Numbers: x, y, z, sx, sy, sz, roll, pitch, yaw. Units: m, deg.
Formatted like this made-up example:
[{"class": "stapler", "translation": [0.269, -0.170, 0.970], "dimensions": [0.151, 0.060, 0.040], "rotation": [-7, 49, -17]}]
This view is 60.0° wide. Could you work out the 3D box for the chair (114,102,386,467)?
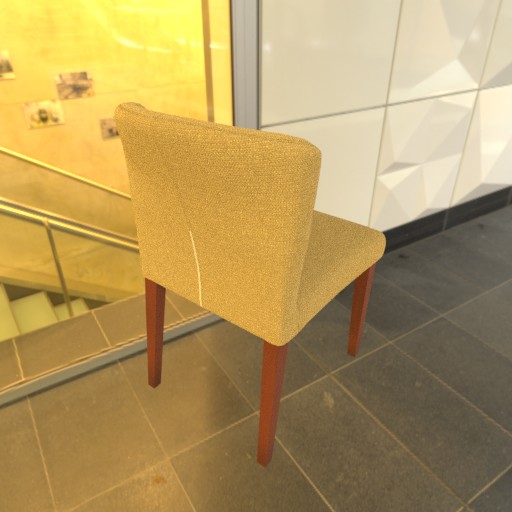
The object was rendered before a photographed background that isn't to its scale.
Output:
[{"class": "chair", "translation": [0.000, 0.000, 1.168], "dimensions": [0.491, 0.839, 0.589], "rotation": [22, 38, 32]}]
